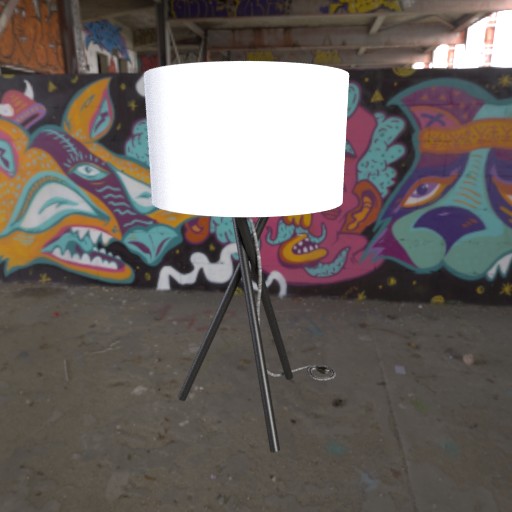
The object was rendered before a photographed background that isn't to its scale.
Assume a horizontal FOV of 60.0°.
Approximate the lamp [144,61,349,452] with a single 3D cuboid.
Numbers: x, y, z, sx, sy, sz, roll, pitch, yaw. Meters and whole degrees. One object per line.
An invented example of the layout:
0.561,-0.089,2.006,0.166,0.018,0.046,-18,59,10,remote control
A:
0.000,0.000,0.902,0.353,0.674,0.422,8,17,27,lamp
